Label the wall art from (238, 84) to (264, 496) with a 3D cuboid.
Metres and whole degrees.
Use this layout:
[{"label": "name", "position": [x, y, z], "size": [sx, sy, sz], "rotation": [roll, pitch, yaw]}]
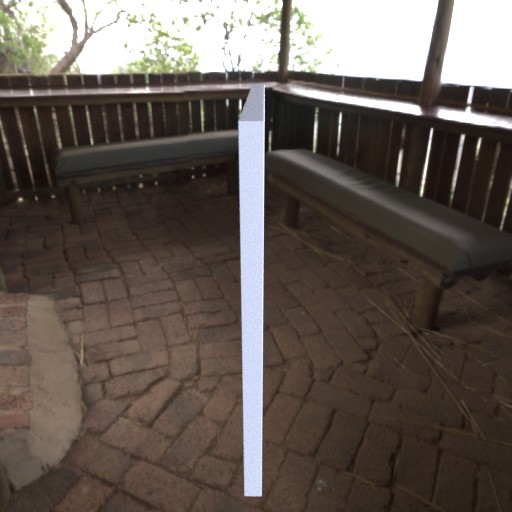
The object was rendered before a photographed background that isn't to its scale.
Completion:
[{"label": "wall art", "position": [0.000, 0.000, 1.116], "size": [0.036, 0.760, 0.760], "rotation": [0, 25, 1]}]
